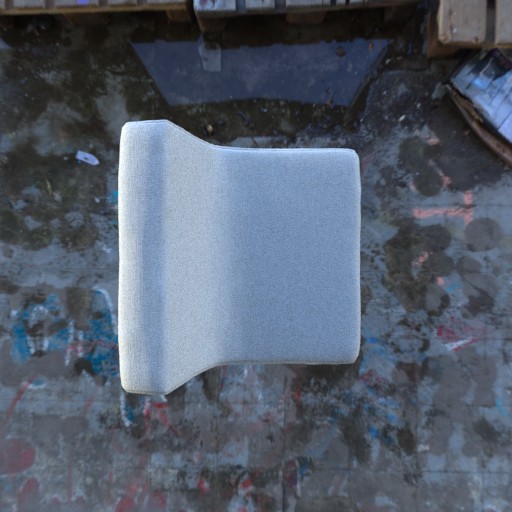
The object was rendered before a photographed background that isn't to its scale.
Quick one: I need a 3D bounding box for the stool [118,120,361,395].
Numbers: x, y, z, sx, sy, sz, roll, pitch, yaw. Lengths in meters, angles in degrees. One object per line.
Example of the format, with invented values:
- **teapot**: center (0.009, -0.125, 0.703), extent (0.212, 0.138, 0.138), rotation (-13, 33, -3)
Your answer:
- **stool**: center (0.000, 0.000, 1.308), extent (0.500, 1.037, 0.511), rotation (0, 91, 1)
